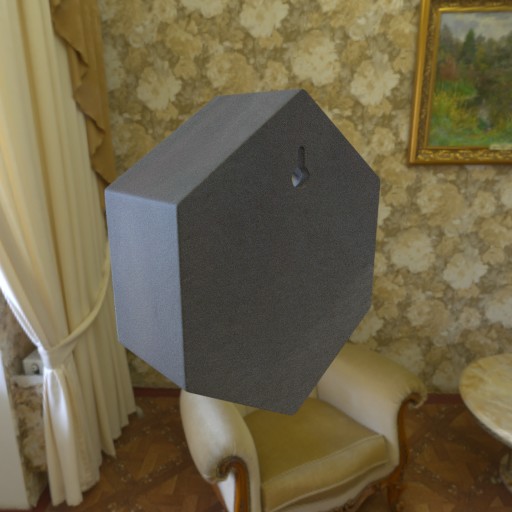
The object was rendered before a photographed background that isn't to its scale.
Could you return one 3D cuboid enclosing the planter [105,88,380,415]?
[{"bbox_3d":[0.000,0.000,0.297,0.169,0.206,0.077,-14,21,-41],"label":"planter"}]
